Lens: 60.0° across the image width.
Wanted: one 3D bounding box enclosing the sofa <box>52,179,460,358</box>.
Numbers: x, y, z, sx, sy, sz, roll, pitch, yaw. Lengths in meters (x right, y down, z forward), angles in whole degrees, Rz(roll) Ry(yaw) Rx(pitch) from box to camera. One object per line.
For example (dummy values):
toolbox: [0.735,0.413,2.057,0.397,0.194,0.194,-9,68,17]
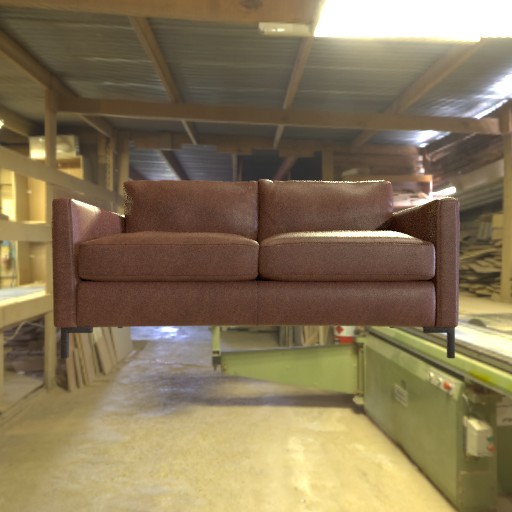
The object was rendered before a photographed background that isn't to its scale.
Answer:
sofa: [0.000,0.000,2.305,1.797,0.883,0.899,0,0,0]
